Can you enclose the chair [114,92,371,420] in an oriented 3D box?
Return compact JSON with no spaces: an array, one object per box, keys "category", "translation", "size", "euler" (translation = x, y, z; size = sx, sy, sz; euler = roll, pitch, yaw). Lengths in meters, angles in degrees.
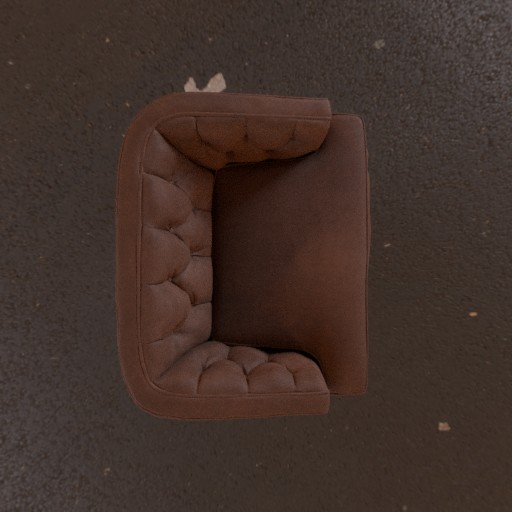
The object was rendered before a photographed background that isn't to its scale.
[{"category":"chair","translation":[0.000,0.000,1.775],"size":[0.914,0.787,1.118],"euler":[0,90,-1]}]
